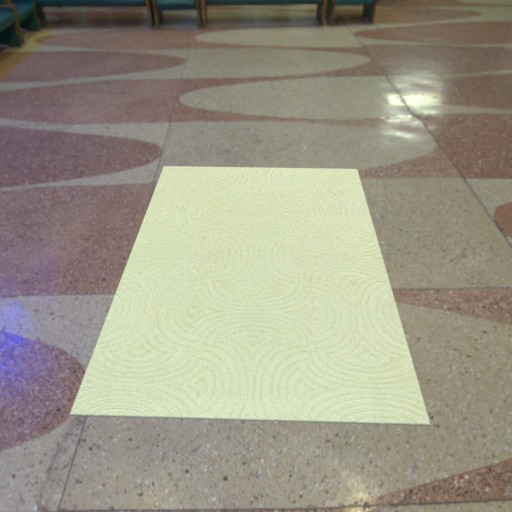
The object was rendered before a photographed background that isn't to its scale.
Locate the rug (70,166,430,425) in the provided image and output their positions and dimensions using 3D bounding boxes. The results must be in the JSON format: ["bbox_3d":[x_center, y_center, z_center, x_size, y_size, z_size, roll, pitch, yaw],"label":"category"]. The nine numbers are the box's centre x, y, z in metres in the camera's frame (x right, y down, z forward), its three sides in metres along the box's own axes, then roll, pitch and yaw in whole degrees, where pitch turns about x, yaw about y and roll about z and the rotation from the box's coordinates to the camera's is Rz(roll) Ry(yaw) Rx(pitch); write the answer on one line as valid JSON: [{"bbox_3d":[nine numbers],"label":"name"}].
[{"bbox_3d":[0.000,0.000,2.681,1.526,0.015,2.132,1,41,1],"label":"rug"}]
